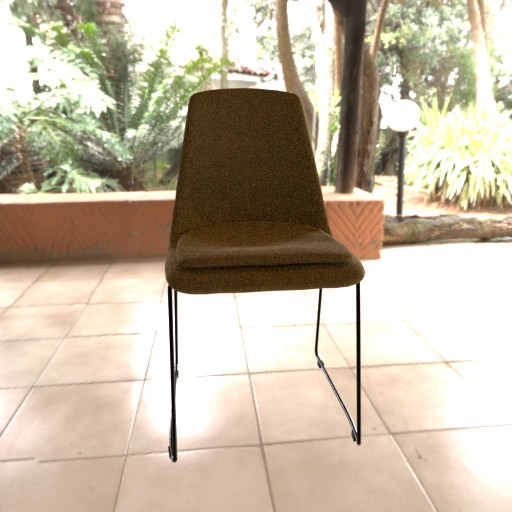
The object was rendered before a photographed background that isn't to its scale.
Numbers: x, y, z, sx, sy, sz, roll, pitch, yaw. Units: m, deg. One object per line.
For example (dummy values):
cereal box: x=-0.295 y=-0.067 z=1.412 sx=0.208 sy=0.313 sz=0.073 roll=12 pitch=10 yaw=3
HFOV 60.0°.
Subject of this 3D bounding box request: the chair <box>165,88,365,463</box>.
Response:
chair: x=0.000 y=0.000 z=1.145 sx=0.479 sy=0.849 sz=0.496 roll=-2 pitch=17 yaw=-7
